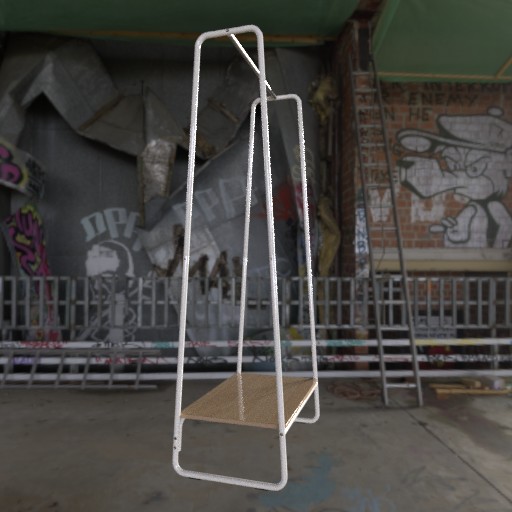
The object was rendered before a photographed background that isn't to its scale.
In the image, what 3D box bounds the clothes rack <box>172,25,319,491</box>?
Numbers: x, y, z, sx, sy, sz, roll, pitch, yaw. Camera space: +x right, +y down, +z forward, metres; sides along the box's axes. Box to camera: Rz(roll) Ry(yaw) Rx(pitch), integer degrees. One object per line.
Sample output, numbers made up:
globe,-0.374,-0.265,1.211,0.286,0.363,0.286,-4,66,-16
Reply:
clothes rack,0.000,0.000,1.758,0.400,1.500,0.640,0,-1,17
